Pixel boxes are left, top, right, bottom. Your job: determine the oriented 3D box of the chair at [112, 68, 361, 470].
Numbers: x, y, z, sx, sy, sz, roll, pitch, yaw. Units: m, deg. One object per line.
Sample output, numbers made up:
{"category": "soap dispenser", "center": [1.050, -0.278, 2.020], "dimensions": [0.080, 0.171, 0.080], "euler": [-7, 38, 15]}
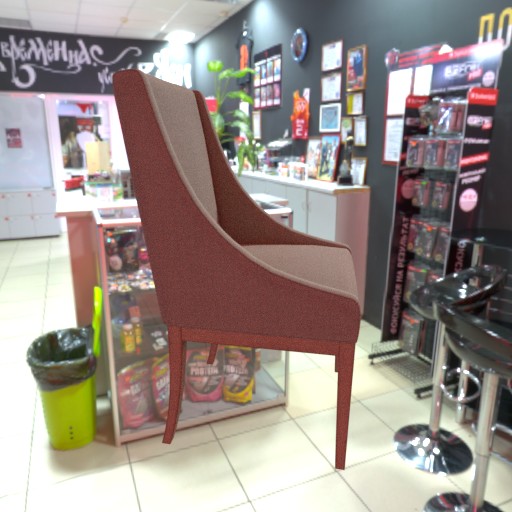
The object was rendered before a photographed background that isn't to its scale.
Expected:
{"category": "chair", "center": [0.000, 0.000, 1.366], "dimensions": [0.611, 1.021, 0.575], "euler": [2, 15, 9]}
